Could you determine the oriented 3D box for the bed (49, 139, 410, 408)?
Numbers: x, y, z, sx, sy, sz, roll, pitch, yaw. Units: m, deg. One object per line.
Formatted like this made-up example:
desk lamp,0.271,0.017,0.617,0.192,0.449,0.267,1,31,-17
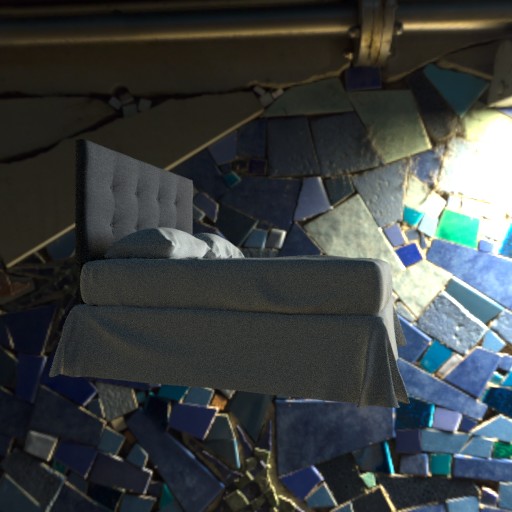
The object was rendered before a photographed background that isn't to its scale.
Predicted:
bed,0.000,0.000,3.433,2.222,1.577,1.936,0,-1,18
